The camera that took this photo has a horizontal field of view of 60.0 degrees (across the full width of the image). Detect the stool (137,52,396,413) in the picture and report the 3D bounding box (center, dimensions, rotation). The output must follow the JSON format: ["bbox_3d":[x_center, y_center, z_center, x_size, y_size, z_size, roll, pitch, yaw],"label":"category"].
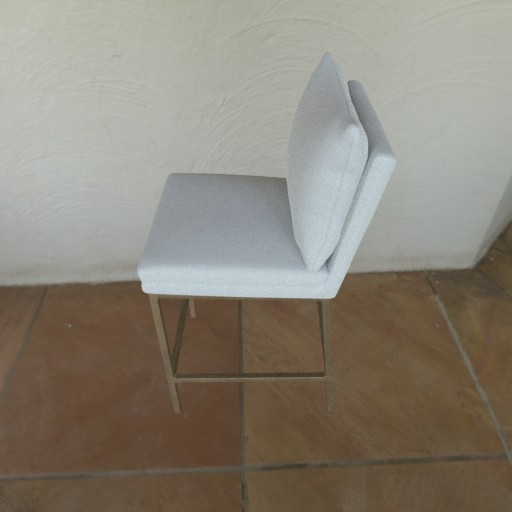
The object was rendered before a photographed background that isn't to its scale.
[{"bbox_3d":[0.000,0.000,1.326,0.572,1.032,0.463,0,41,1],"label":"stool"}]
